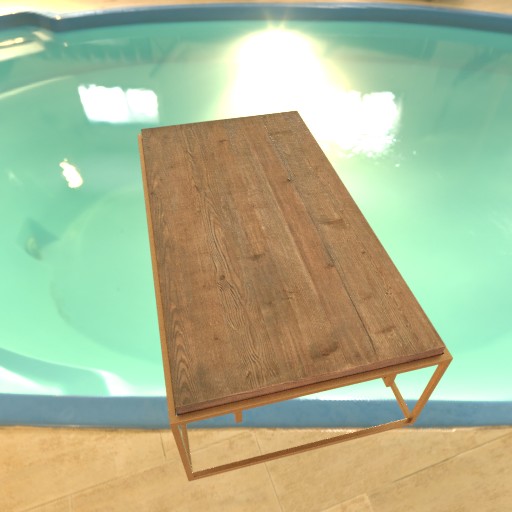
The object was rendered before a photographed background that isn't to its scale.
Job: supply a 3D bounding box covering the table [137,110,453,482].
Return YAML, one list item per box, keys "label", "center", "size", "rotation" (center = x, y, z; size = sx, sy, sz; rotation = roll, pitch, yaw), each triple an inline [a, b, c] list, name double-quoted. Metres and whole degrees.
- label: "table"
  center: [0.000, 0.000, 1.759]
  size: [0.775, 0.468, 1.387]
  rotation: [-10, 47, -10]
